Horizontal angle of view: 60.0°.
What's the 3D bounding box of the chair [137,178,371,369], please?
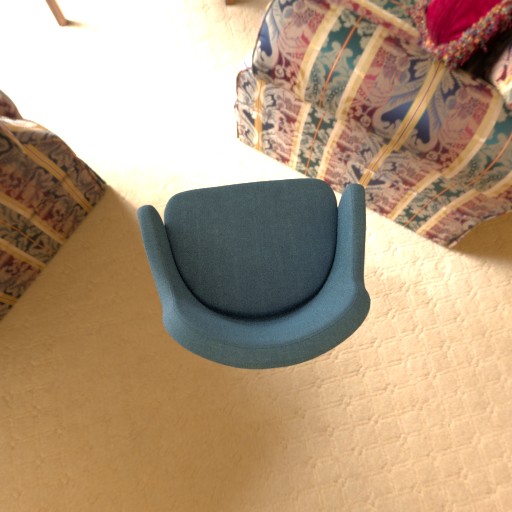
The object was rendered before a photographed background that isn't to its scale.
[{"bbox_3d":[0.000,0.000,1.293,0.599,0.820,0.655,-6,75,-2],"label":"chair"}]
